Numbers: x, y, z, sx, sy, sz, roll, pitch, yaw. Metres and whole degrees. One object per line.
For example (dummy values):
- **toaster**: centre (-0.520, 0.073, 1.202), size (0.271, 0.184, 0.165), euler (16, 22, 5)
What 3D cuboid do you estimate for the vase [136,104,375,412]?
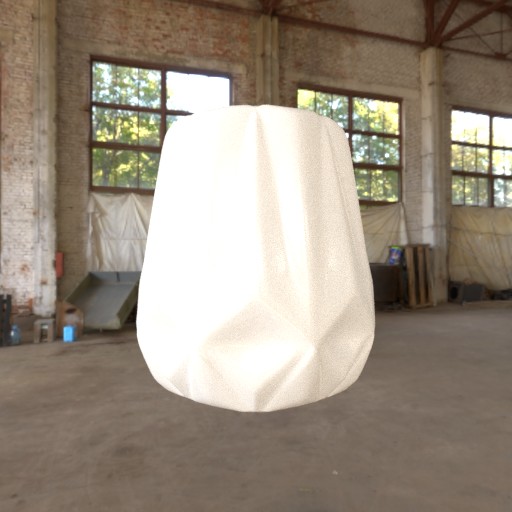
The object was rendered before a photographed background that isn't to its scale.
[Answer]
- **vase**: centre (0.000, 0.000, 0.269), size (0.141, 0.152, 0.141), euler (0, 0, 0)
